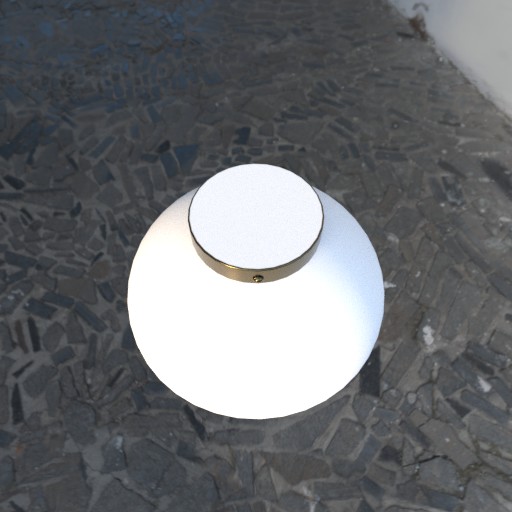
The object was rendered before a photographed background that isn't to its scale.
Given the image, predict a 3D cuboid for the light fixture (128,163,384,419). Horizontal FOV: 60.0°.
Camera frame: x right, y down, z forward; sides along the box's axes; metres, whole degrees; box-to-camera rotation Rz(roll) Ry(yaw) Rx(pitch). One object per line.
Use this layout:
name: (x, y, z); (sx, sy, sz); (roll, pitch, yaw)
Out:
light fixture: (0.000, 0.000, 0.557); (0.355, 0.177, 0.355); (0, 57, 0)
